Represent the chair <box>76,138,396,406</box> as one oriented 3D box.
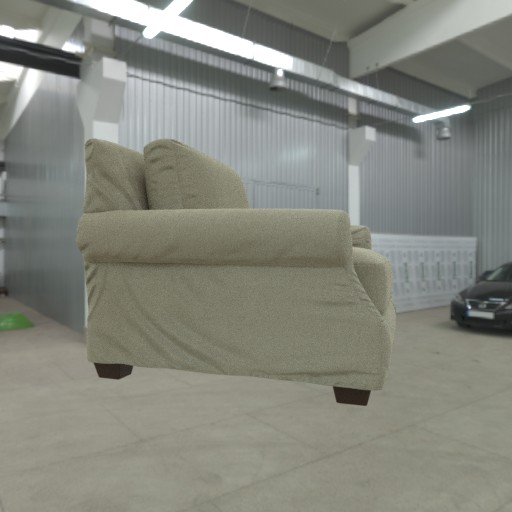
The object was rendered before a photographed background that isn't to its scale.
[{"bbox_3d":[0.000,0.000,1.779,1.066,0.866,0.940,0,0,19],"label":"chair"}]
